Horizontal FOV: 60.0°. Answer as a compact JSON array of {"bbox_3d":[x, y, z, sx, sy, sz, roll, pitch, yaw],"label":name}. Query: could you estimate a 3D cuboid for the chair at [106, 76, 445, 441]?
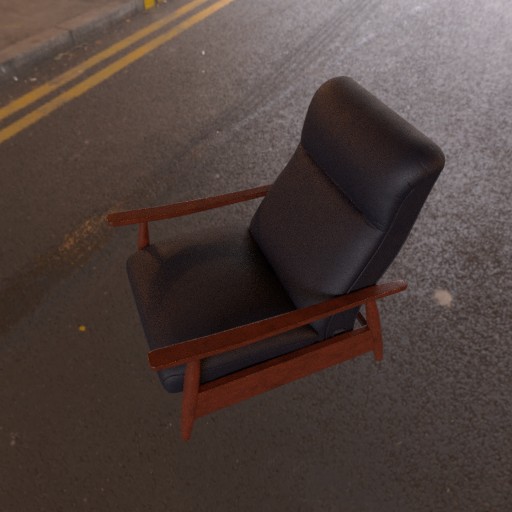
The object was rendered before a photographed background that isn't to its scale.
[{"bbox_3d":[0.000,0.000,1.764,1.014,1.082,0.762,-17,49,-16],"label":"chair"}]
